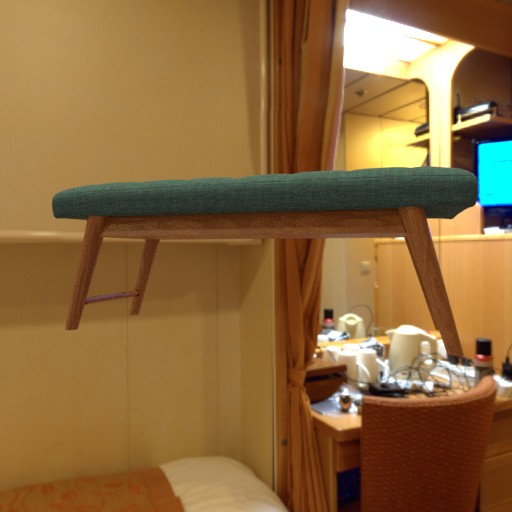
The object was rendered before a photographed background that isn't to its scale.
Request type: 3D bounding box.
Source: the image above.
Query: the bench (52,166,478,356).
[{"bbox_3d":[0.000,0.000,1.299,1.118,0.432,0.406,0,1,18],"label":"bench"}]
